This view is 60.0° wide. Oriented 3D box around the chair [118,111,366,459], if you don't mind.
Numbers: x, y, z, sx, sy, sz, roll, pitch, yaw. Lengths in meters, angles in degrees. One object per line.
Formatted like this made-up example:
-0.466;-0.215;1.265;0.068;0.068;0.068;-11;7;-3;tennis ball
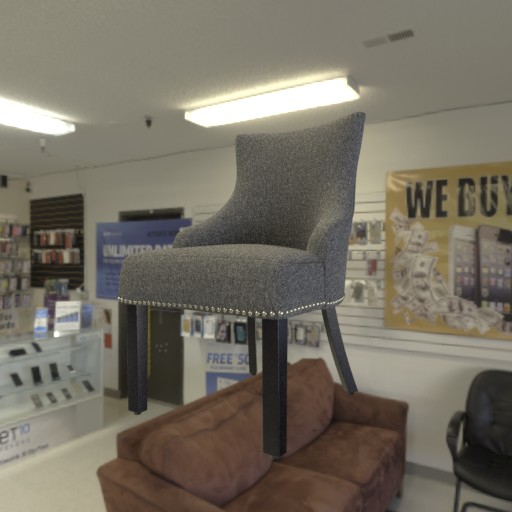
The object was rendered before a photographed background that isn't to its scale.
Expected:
0.000;0.000;1.346;0.566;0.909;0.629;0;1;35;chair
